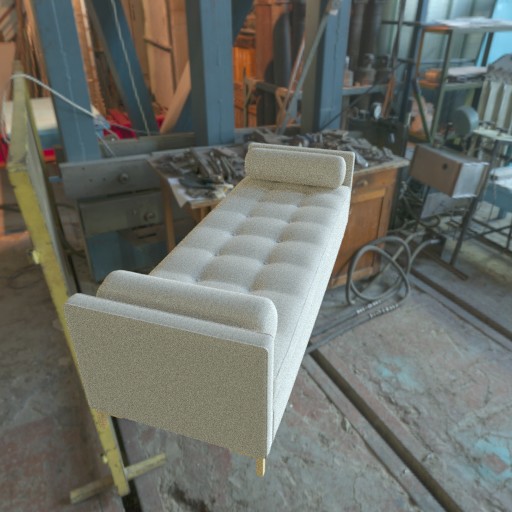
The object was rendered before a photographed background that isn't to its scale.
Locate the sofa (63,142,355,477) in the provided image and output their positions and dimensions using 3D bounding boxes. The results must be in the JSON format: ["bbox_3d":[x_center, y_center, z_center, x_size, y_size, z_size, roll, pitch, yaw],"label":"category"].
[{"bbox_3d":[0.000,0.000,2.329,0.746,0.641,1.985,9,32,16],"label":"sofa"}]
